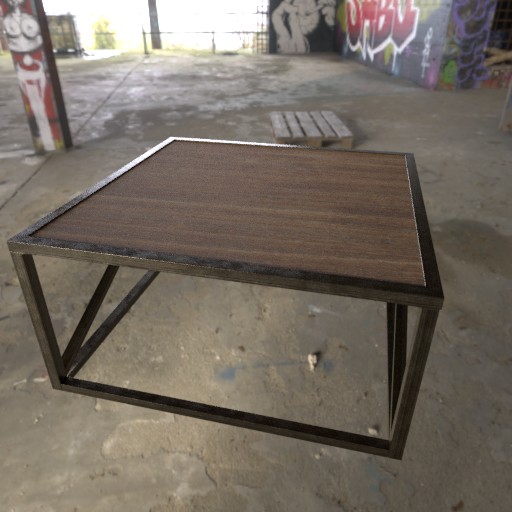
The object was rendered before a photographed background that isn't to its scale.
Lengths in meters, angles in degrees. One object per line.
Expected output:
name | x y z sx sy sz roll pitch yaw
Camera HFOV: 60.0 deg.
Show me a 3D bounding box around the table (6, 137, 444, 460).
table | 0.000 0.000 1.369 0.909 0.451 0.899 7 30 12
